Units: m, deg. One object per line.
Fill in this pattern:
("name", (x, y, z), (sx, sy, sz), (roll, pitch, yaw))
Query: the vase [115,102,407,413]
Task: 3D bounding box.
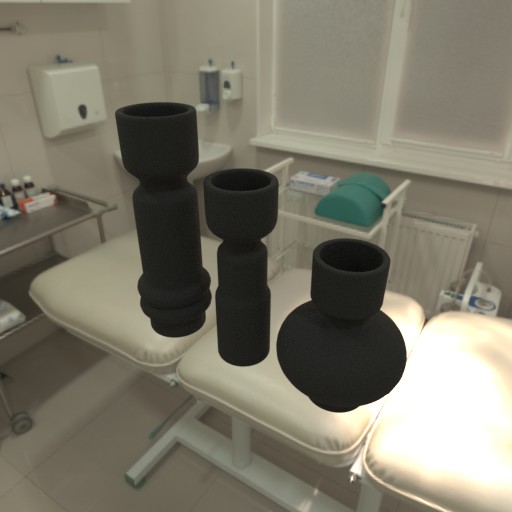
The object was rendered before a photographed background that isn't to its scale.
("vase", (0.000, 0.000, 0.425), (0.307, 0.249, 0.120), (18, 34, 28))
